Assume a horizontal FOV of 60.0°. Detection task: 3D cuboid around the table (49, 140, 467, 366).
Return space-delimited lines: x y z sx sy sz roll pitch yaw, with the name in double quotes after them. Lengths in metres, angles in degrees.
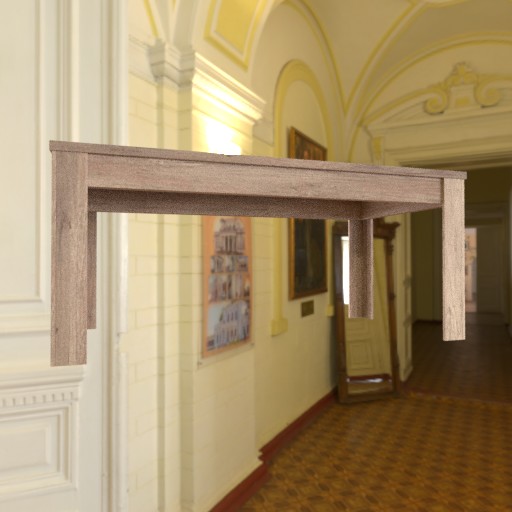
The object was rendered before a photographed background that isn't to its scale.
0.000 0.000 2.242 1.800 0.790 0.900 0 -1 -18 "table"
